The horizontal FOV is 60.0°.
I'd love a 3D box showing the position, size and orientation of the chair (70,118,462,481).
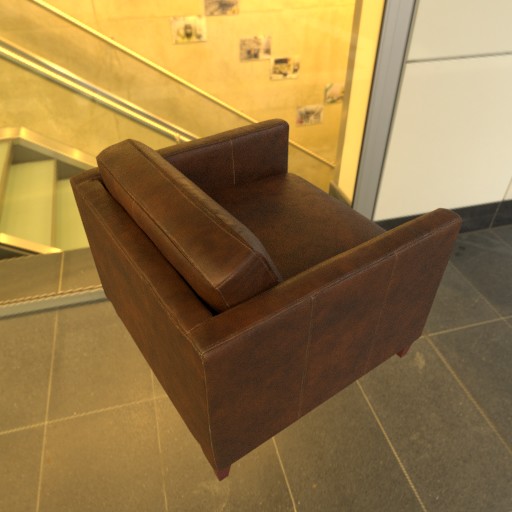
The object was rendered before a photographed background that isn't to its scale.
[{"bbox_3d":[0.000,0.000,1.671,0.975,0.864,0.990,-24,45,-26],"label":"chair"}]
